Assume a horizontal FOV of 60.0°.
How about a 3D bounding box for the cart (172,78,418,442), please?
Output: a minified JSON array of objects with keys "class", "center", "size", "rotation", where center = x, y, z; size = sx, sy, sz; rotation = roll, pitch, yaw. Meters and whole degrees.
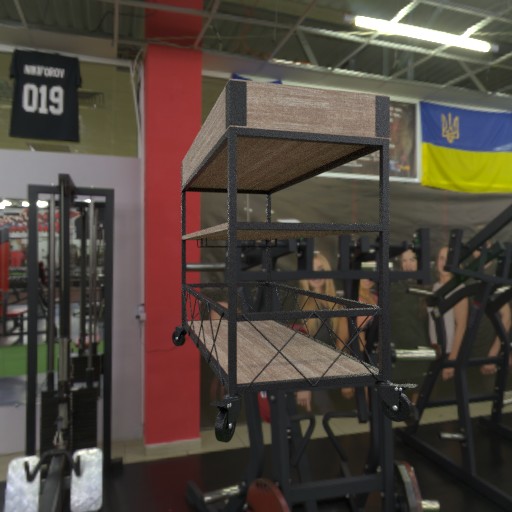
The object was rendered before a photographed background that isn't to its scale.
[{"class":"cart","center":[0.000,0.000,1.497],"size":[0.500,0.787,1.101],"rotation":[0,1,-16]}]
